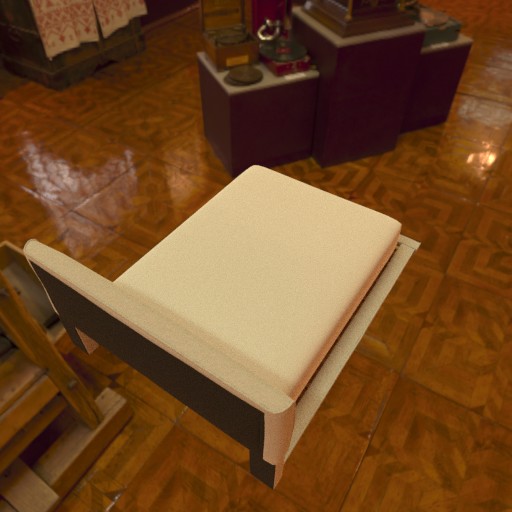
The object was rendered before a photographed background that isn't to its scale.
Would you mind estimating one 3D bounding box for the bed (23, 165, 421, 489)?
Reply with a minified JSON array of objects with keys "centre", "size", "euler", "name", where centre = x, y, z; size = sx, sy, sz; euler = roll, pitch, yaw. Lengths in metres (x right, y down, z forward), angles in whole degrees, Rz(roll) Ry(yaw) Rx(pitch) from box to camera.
[{"centre":[0.000,0.000,3.274],"size":[1.840,1.067,2.368],"euler":[26,52,23],"name":"bed"}]
